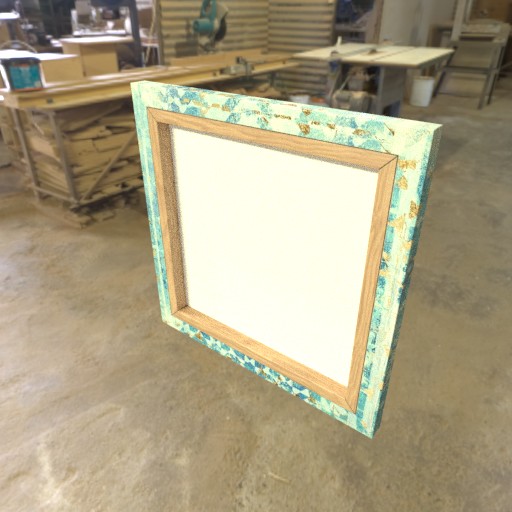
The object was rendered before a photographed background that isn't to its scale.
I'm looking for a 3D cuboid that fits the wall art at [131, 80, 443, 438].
[{"bbox_3d":[0.000,0.000,0.899,0.609,0.609,0.040,21,36,32],"label":"wall art"}]
